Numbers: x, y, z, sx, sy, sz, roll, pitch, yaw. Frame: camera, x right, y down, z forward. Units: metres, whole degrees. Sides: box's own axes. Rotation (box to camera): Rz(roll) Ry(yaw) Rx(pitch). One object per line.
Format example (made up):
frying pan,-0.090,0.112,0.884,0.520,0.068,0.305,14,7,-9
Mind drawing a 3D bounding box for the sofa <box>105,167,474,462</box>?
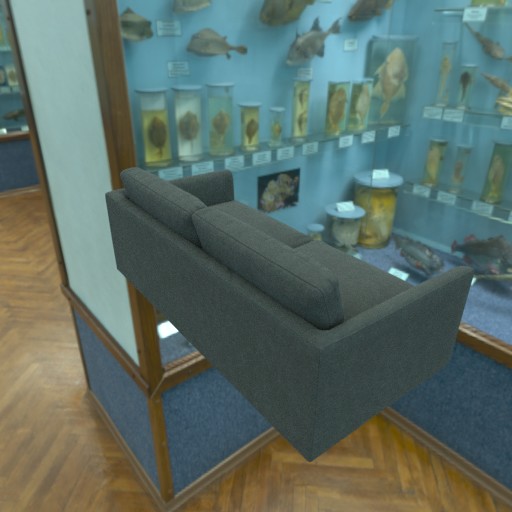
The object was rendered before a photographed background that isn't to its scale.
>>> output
sofa,0.000,0.000,2.819,1.092,0.838,2.257,-19,33,-32
